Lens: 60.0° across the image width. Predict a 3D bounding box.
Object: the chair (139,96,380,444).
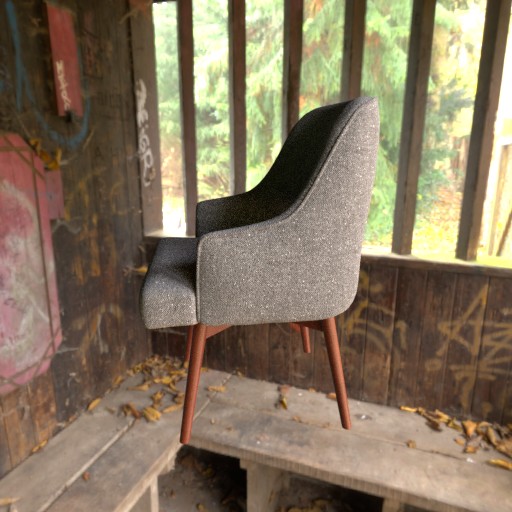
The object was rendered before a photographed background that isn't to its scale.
[{"bbox_3d":[0.000,0.000,1.297,0.629,0.875,0.608,-2,15,-7],"label":"chair"}]
